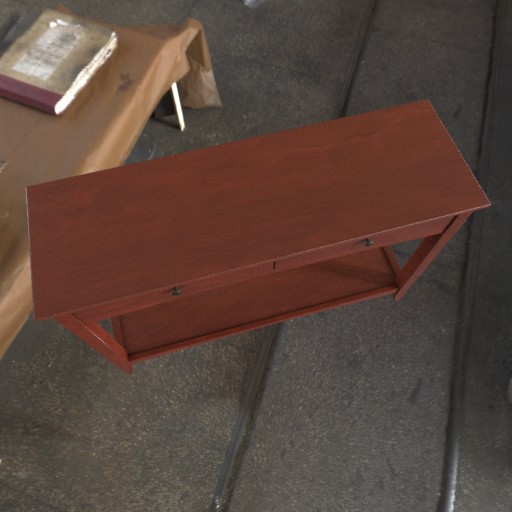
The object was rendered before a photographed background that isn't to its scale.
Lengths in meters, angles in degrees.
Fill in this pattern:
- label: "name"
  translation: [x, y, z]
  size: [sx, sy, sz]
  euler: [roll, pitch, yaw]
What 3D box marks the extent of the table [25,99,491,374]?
- label: "table"
  translation: [0.000, 0.000, 1.517]
  size: [1.188, 0.739, 0.392]
  euler: [-14, 65, -7]
